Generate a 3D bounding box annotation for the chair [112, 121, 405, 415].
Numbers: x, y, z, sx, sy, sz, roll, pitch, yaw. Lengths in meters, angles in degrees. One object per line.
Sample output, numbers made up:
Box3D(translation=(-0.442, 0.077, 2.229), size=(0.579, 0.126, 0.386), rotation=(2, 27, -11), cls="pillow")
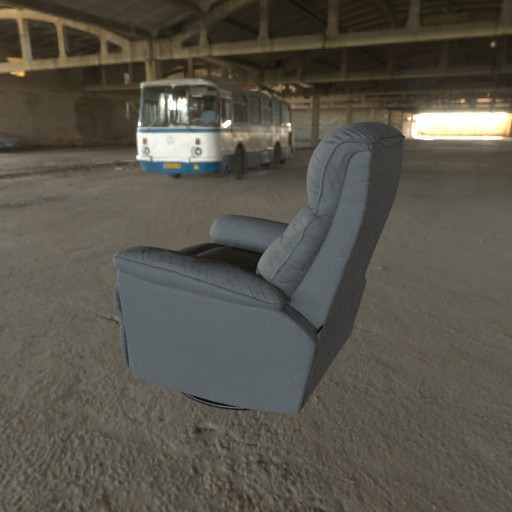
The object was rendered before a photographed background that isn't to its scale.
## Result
Box3D(translation=(0.000, 0.000, 1.793), size=(1.004, 1.037, 0.820), rotation=(8, 18, 25), cls="chair")
